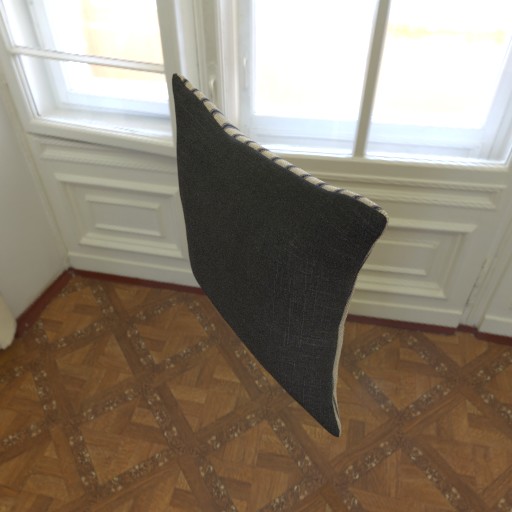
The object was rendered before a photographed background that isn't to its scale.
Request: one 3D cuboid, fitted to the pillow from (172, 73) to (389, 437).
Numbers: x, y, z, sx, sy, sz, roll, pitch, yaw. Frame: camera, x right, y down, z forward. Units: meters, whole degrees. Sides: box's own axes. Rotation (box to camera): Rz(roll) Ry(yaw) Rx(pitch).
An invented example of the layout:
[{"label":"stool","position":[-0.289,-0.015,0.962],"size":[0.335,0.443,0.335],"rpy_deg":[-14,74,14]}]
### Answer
[{"label":"pillow","position":[0.000,0.000,0.708],"size":[0.138,0.444,0.468],"rpy_deg":[-24,47,-25]}]
